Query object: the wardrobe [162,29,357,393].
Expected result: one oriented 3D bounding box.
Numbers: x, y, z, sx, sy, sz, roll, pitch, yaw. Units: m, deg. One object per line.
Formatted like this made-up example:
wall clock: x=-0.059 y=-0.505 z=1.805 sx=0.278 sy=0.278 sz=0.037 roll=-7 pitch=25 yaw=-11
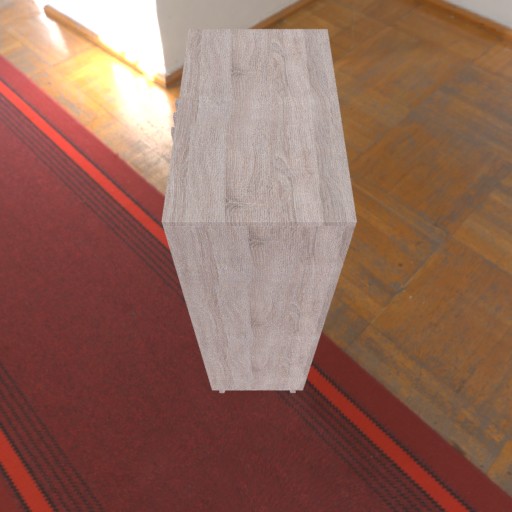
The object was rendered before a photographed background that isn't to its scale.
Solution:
wardrobe: x=0.000 y=0.000 z=2.409 sx=0.600 sy=1.960 sz=1.000 roll=0 pitch=58 yaw=0
